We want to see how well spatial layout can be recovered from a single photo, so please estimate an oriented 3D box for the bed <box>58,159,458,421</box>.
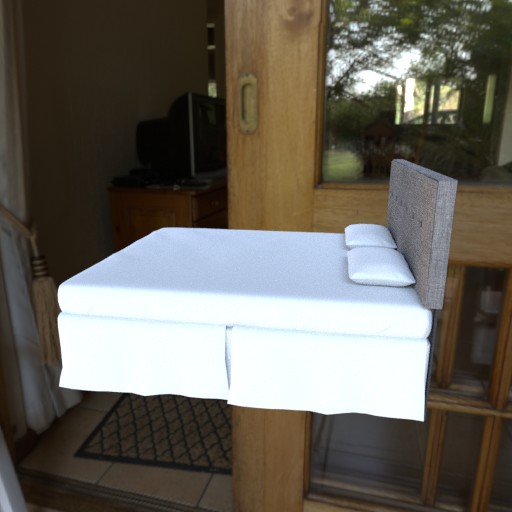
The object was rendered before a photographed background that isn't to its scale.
[{"bbox_3d":[0.000,0.000,2.888,1.958,1.168,1.621,3,16,9],"label":"bed"}]
